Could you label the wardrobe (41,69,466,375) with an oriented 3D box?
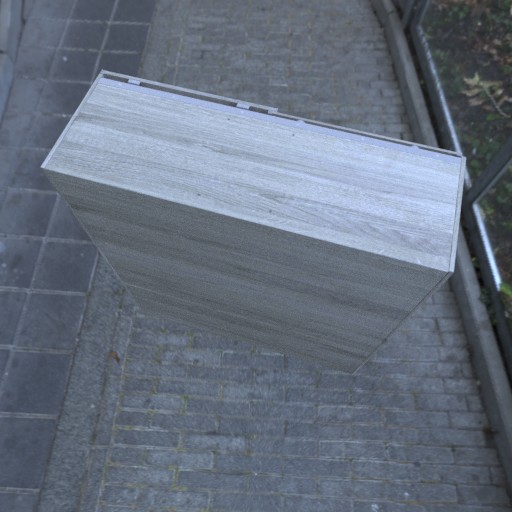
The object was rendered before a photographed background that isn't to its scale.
[{"bbox_3d":[0.000,0.000,2.831,1.780,1.960,0.629,15,65,7],"label":"wardrobe"}]
